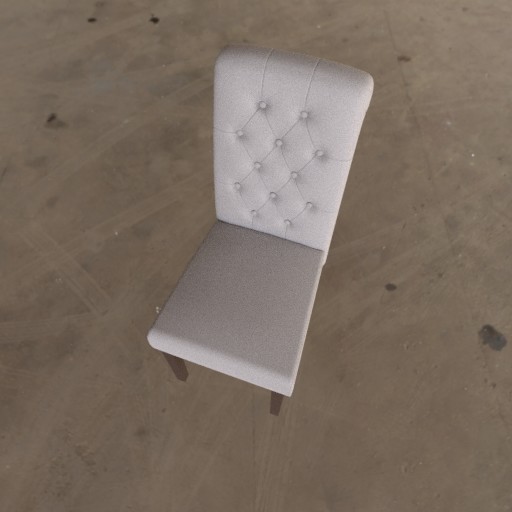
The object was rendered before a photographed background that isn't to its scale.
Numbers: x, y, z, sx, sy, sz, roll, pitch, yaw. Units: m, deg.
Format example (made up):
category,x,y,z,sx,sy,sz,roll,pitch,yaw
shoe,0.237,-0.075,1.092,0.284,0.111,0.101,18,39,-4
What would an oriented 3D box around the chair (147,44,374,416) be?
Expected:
category,x,y,z,sx,sy,sz,roll,pitch,yaw
chair,0.000,0.000,1.381,0.456,1.006,0.671,17,59,10
